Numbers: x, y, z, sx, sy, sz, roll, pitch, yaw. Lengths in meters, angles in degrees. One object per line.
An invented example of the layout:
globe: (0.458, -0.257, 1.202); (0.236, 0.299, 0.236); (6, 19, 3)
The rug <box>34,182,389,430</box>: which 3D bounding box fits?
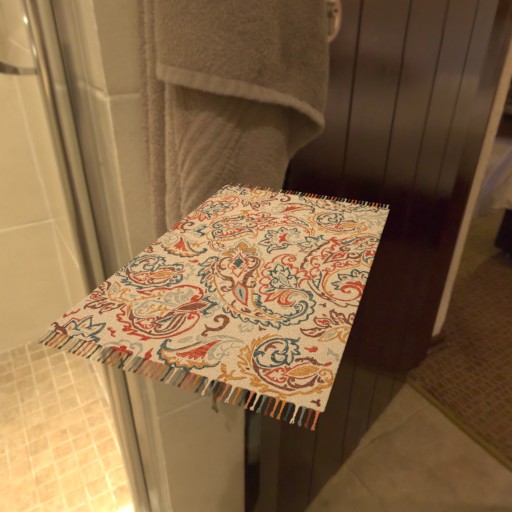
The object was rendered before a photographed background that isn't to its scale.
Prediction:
rug: (0.000, 0.000, 2.450); (1.218, 0.010, 1.997); (11, 32, 19)
